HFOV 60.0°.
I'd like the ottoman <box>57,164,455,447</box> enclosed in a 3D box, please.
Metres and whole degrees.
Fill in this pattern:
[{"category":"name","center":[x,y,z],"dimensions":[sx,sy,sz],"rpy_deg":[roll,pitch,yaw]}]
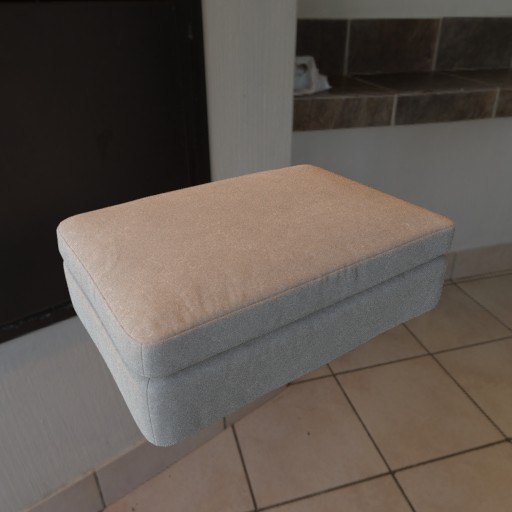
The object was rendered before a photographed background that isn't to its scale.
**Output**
[{"category":"ottoman","center":[0.000,0.000,1.614],"dimensions":[1.199,0.429,0.840],"rpy_deg":[-18,34,-29]}]
